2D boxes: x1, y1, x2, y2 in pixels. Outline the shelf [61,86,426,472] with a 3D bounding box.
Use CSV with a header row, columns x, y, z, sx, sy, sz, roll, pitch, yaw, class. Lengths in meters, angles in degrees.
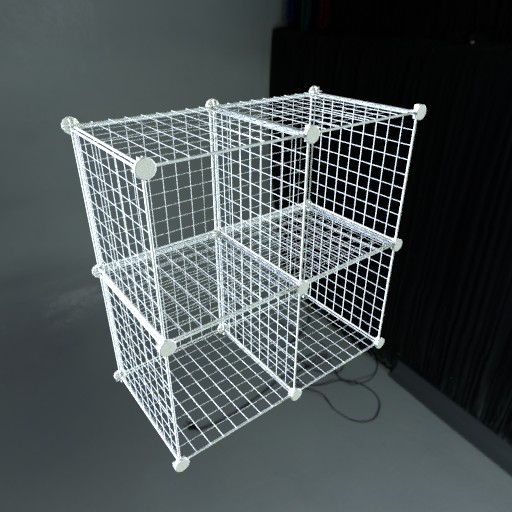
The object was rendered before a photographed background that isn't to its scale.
x,y,z,sx,sy,sz,roll,pitch,yaw,class
0.000,0.000,1.119,0.711,0.711,0.356,-20,35,-32,shelf
